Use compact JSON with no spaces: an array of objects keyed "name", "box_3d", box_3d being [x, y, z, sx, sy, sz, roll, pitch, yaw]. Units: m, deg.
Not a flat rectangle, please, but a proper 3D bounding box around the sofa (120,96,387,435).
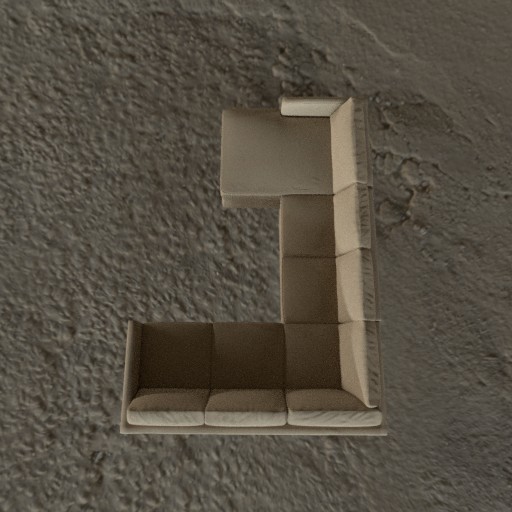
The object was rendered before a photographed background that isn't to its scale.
[{"name":"sofa","box_3d":[0.000,0.000,4.655,2.476,0.878,3.528,0,75,0]}]
